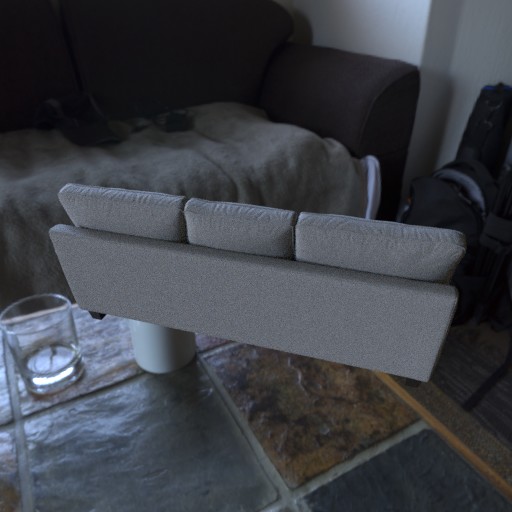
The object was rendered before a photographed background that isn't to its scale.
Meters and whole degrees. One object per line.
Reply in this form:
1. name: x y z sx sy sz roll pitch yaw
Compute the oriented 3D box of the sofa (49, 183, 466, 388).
1. sofa: 0.000 0.000 2.898 2.323 0.997 1.016 9 33 14
